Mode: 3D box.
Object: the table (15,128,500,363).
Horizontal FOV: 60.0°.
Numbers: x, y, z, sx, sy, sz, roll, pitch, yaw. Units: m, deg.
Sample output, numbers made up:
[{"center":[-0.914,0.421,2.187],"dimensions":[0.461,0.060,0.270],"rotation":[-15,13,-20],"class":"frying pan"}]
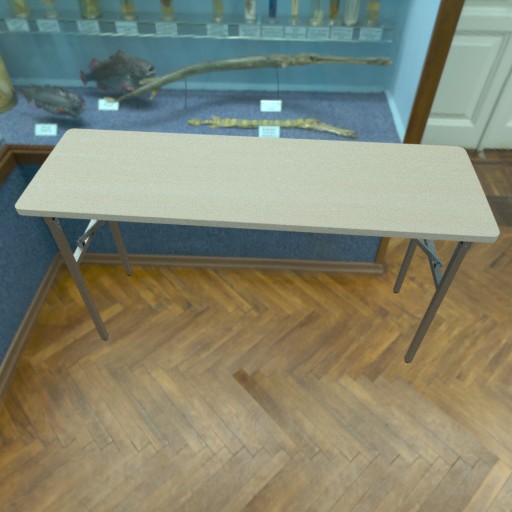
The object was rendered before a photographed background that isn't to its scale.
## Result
[{"center":[0.000,0.000,1.680],"dimensions":[1.397,0.750,0.446],"rotation":[4,47,3],"class":"table"}]
